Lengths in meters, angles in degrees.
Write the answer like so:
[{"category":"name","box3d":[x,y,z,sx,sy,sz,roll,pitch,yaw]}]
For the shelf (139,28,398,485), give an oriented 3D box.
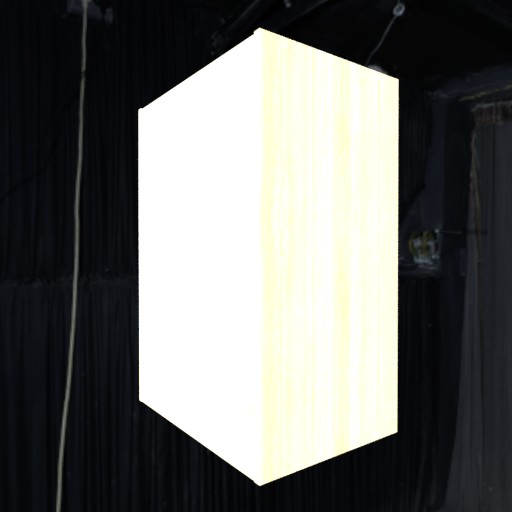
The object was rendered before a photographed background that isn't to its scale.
[{"category":"shelf","box3d":[0.000,0.000,0.823,0.290,0.592,0.414,0,1,-36]}]
